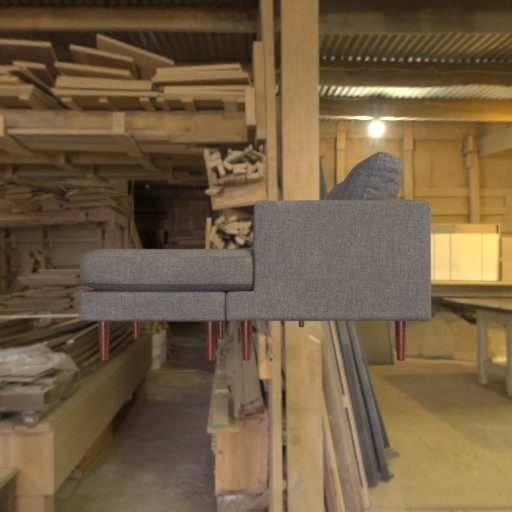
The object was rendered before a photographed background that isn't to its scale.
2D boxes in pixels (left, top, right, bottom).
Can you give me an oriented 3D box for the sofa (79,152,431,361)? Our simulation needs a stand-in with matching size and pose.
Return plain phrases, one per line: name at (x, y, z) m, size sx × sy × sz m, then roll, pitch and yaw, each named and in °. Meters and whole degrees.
sofa at (0.000, 0.000, 2.984) m, size 1.504 × 0.956 × 2.233 m, roll 0°, pitch 0°, yaw 1°
